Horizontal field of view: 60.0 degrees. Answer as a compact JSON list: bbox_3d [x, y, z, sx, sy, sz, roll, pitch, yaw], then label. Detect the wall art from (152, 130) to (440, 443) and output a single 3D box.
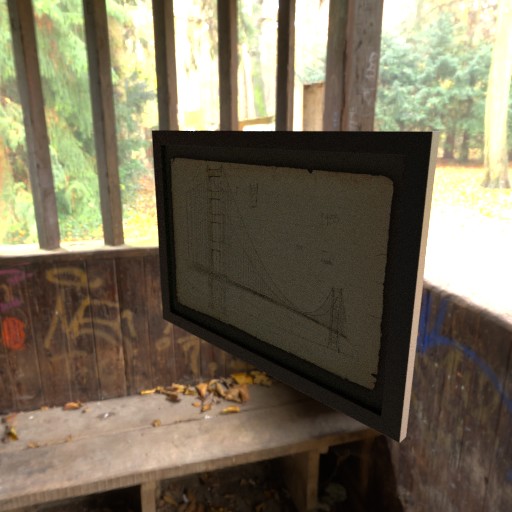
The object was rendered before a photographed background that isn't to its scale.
[{"bbox_3d":[0.000,0.000,0.563,0.016,0.306,0.432,-15,22,-42],"label":"wall art"}]
